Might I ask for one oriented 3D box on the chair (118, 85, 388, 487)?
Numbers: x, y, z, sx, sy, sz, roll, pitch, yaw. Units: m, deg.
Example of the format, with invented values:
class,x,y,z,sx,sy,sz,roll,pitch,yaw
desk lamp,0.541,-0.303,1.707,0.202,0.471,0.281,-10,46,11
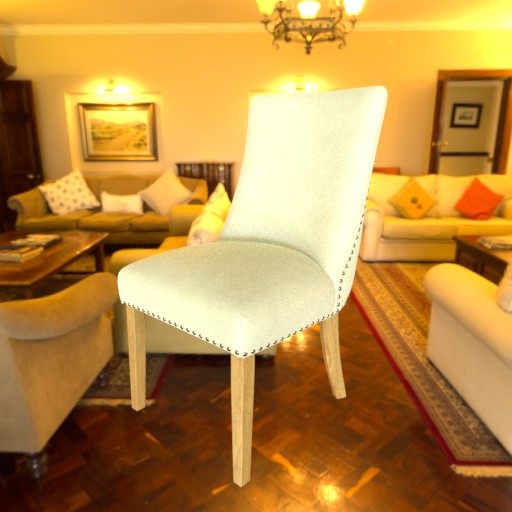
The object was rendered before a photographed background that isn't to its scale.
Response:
class,x,y,z,sx,sy,sz,roll,pitch,yaw
chair,0.000,0.000,1.239,0.495,0.902,0.610,14,20,41
